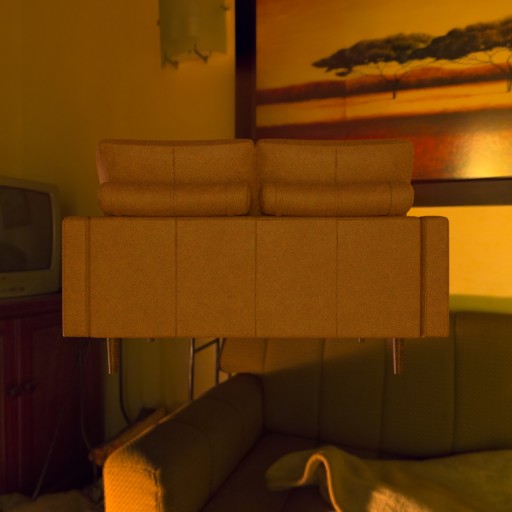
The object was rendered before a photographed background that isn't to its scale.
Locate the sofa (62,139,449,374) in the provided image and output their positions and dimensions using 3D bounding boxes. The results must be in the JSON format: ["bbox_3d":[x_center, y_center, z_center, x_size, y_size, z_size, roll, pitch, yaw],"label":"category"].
[{"bbox_3d":[0.000,0.000,1.988,1.430,0.898,0.868,0,0,0],"label":"sofa"}]
